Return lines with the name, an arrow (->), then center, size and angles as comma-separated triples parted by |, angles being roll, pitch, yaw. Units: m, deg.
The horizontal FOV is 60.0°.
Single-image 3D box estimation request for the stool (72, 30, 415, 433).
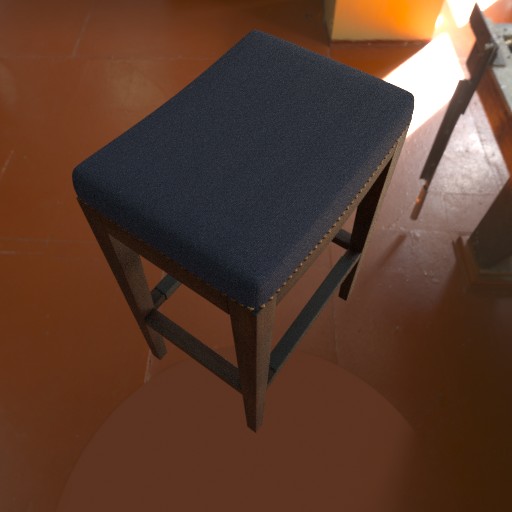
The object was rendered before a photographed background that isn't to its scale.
stool -> 0.000, 0.000, 0.999 | 0.358, 0.740, 0.498 | 31, 62, 19
